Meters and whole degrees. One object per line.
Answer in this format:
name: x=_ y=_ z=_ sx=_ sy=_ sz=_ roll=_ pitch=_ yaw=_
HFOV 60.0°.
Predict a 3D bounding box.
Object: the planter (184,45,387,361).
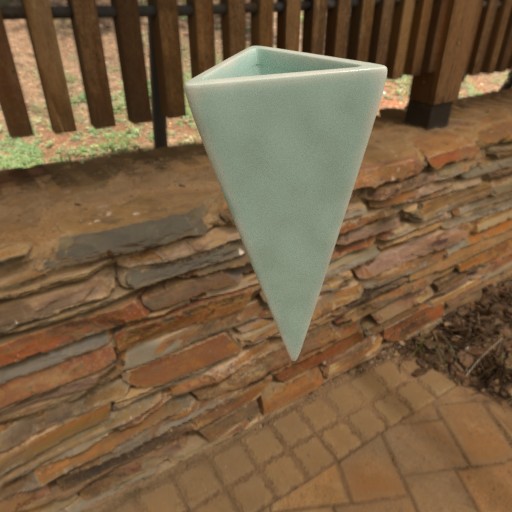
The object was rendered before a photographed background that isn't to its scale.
planter: x=0.000 y=0.000 z=0.218 sx=0.064 sy=0.178 sz=0.080 roll=-22 pitch=38 yaw=-31
